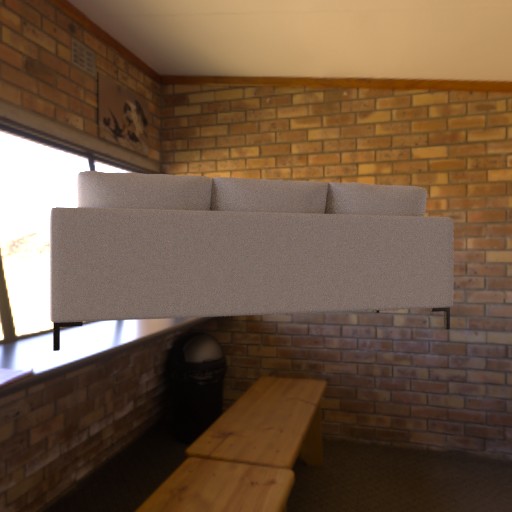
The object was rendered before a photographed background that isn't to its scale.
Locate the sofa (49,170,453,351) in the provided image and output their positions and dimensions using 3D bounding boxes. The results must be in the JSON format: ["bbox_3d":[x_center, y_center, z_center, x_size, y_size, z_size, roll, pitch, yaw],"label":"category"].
[{"bbox_3d":[0.000,0.000,2.738,2.218,0.874,0.859,0,0,-16],"label":"sofa"}]
